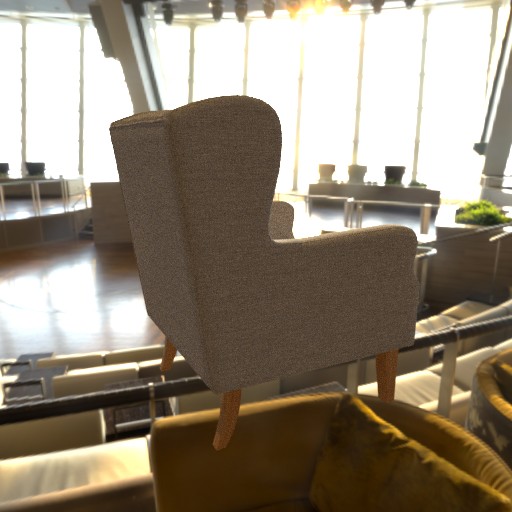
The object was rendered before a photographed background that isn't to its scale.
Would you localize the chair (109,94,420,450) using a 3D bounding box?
[{"bbox_3d":[0.000,0.000,1.457,0.760,0.930,0.710,-8,16,-28],"label":"chair"}]
